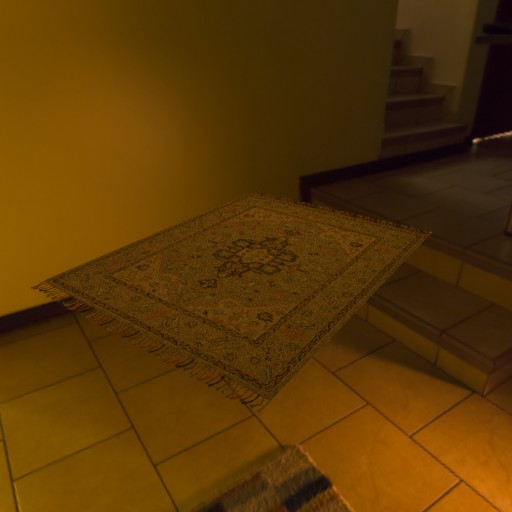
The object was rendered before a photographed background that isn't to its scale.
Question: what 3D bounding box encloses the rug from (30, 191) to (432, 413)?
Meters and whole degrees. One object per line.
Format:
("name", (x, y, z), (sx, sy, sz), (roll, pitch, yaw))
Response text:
("rug", (0.000, 0.000, 3.515), (1.971, 0.010, 2.651), (18, 32, 32))
